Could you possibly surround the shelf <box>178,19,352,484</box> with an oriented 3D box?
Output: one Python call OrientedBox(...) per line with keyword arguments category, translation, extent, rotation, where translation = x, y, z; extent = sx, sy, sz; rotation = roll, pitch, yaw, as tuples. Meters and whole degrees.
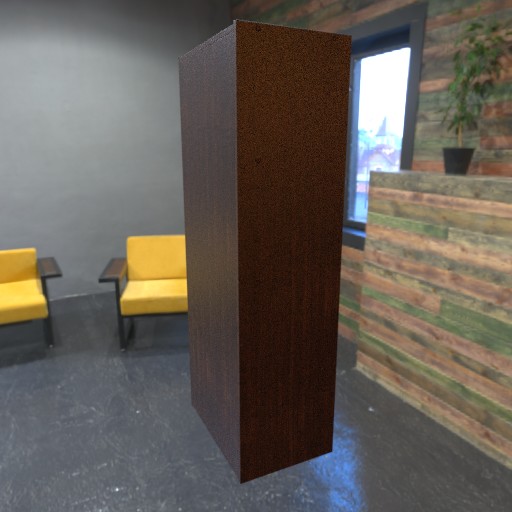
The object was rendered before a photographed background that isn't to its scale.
OrientedBox(category="shelf", translation=(0.000, 0.000, 1.263), extent=(0.290, 1.099, 0.415), rotation=(-6, 15, -25))
